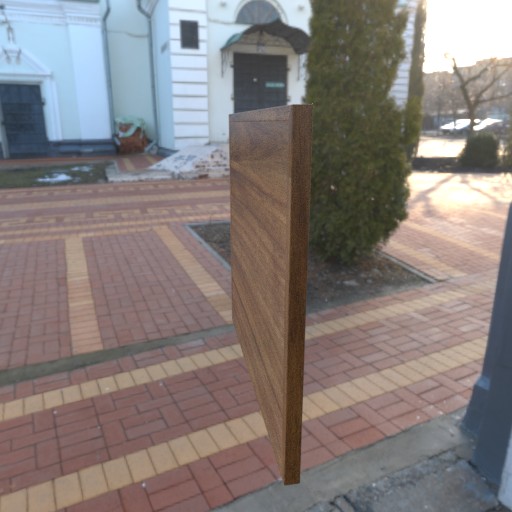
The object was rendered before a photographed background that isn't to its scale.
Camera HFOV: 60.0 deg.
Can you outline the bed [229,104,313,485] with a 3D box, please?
[{"bbox_3d":[0.000,0.000,1.511,0.043,0.940,1.041,-3,17,-10],"label":"bed"}]
